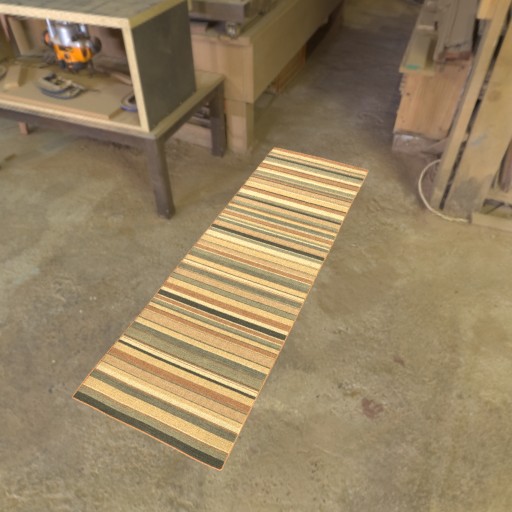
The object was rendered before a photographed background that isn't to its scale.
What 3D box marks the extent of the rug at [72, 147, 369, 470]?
[{"bbox_3d":[0.000,0.000,2.750,0.799,0.010,2.444,18,47,17],"label":"rug"}]
